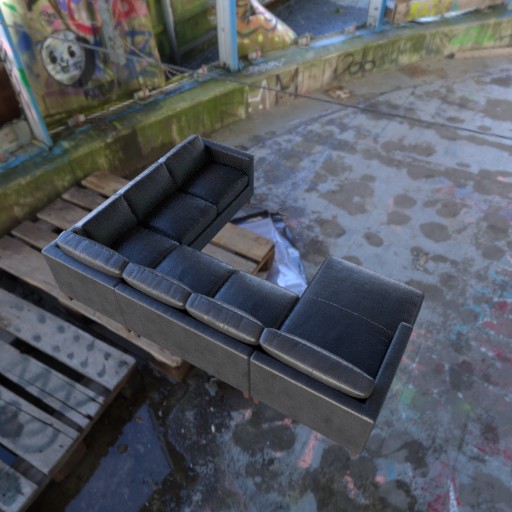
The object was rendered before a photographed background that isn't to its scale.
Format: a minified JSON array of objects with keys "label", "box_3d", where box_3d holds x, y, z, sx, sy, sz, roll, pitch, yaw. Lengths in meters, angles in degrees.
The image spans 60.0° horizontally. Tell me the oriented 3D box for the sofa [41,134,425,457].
[{"label":"sofa","box_3d":[0.000,0.000,4.570,3.324,0.891,2.452,23,50,21]}]
